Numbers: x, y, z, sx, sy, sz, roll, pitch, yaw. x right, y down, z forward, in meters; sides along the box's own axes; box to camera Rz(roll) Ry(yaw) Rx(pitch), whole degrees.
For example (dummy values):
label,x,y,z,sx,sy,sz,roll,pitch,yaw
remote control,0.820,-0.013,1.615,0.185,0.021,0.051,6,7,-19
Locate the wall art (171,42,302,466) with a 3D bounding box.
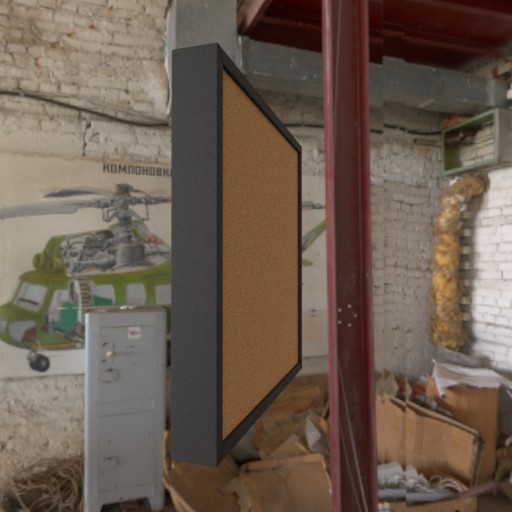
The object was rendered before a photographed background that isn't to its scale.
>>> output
label,x,y,z,sx,sy,sz,roll,pitch,yaw
wall art,0.000,0.000,0.468,0.037,0.305,0.305,0,-1,17
